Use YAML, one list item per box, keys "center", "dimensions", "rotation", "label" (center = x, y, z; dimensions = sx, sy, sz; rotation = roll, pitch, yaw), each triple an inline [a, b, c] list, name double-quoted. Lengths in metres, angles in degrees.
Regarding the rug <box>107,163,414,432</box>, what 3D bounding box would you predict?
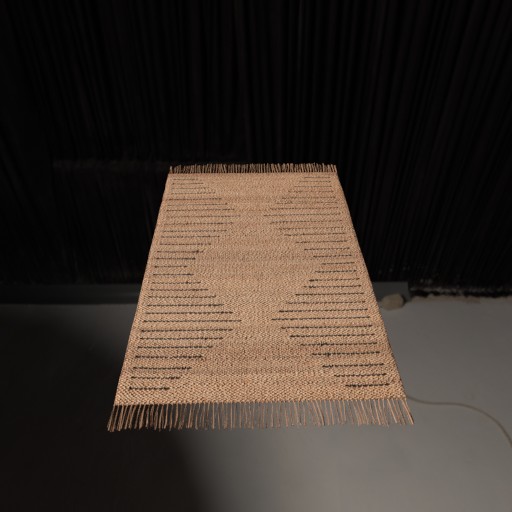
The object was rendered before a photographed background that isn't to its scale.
- center: [0.000, 0.000, 2.534]
  dimensions: [1.224, 0.027, 2.085]
  rotation: [-1, 41, -1]
  label: "rug"
